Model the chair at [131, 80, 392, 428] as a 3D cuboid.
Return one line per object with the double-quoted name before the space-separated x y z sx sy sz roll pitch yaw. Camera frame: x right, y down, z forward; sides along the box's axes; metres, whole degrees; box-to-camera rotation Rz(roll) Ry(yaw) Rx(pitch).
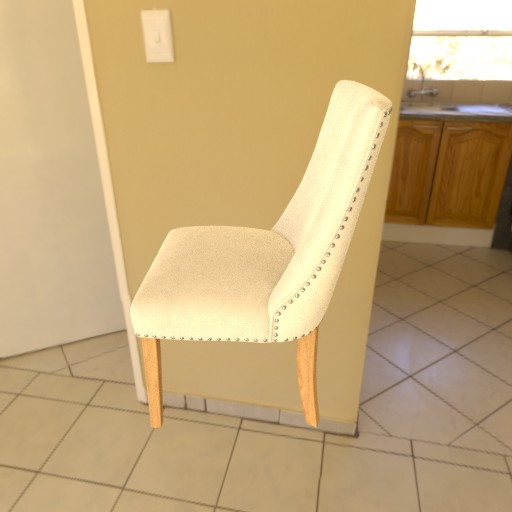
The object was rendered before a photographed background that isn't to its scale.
"chair" 0.000 0.000 1.262 0.610 0.902 0.495 1 27 2
